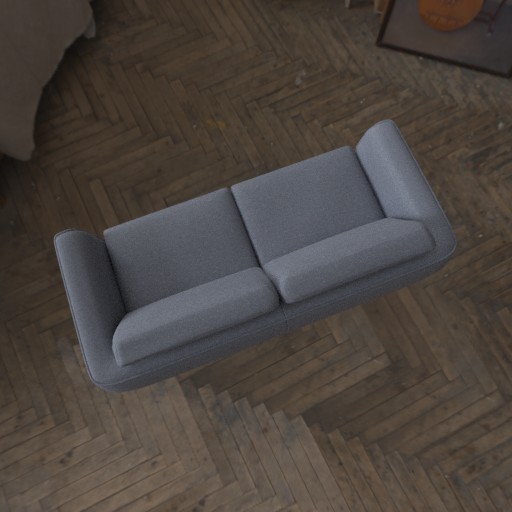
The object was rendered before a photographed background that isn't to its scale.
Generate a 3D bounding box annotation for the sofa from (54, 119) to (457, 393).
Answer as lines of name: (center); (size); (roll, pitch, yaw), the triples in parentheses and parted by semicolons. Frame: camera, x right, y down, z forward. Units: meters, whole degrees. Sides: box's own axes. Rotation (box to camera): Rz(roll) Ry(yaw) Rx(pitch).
sofa: (0.000, 0.000, 2.546); (2.000, 0.870, 0.920); (-20, 76, -5)
